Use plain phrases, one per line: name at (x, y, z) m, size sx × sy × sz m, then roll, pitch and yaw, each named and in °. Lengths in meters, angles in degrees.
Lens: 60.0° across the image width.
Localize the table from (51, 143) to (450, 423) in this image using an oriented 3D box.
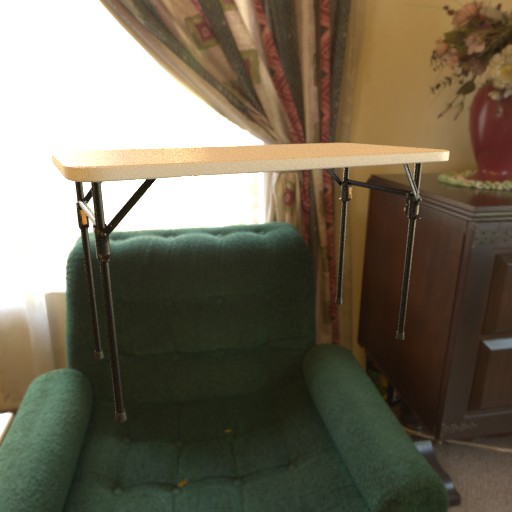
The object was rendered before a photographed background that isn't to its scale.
table at (0.000, 0.000, 1.575) m, size 1.219 × 0.729 × 0.610 m, roll -9°, pitch 19°, yaw -26°
